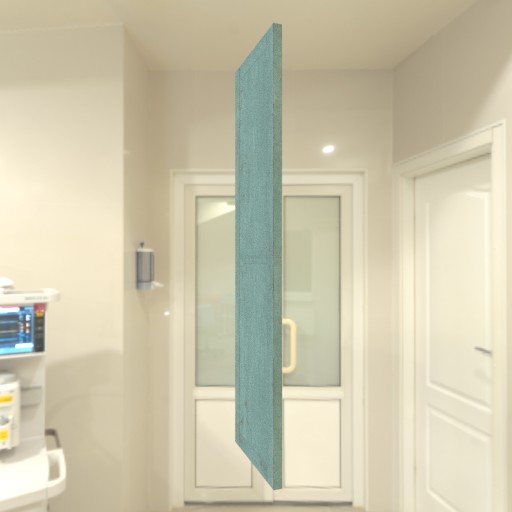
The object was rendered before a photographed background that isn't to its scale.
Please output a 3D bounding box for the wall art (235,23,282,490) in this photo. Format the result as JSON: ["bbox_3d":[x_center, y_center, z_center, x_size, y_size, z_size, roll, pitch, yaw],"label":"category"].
[{"bbox_3d":[0.000,0.000,1.313,0.025,1.219,0.329,0,-1,-20],"label":"wall art"}]
